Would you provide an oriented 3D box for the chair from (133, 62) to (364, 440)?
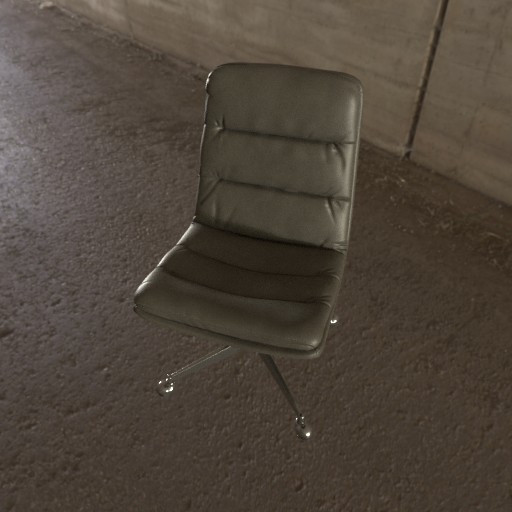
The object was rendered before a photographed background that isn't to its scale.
[{"bbox_3d":[0.000,0.000,1.040,0.422,0.738,0.485,12,42,13],"label":"chair"}]
